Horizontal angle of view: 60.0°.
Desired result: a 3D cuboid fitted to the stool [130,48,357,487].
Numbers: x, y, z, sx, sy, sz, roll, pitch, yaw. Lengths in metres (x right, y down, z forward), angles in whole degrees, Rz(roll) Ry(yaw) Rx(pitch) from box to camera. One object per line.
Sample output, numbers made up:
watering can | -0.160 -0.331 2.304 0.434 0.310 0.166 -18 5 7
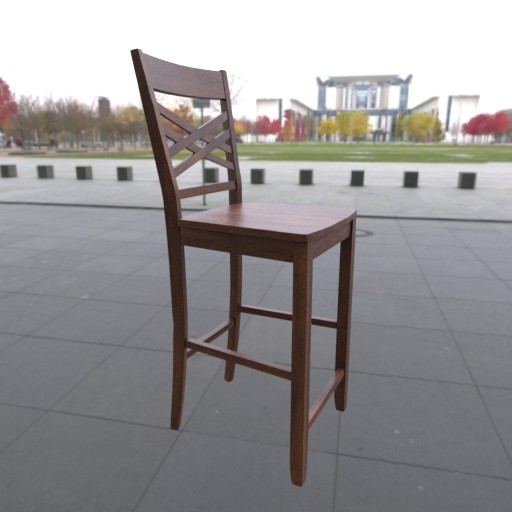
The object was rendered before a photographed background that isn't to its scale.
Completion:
stool | 0.000 0.000 1.305 0.504 1.098 0.426 8 17 27
